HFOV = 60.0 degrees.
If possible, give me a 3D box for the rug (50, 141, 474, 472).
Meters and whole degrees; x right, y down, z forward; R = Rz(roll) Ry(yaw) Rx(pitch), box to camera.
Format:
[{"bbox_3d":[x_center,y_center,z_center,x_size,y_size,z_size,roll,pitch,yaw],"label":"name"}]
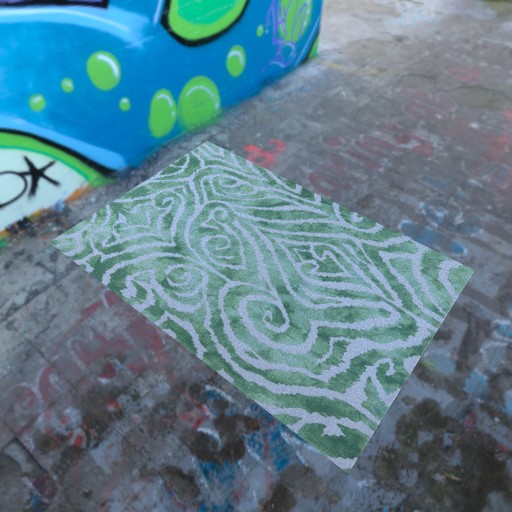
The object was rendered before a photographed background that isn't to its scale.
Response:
[{"bbox_3d":[0.000,0.000,2.287,1.826,0.006,1.220,31,55,25],"label":"rug"}]
